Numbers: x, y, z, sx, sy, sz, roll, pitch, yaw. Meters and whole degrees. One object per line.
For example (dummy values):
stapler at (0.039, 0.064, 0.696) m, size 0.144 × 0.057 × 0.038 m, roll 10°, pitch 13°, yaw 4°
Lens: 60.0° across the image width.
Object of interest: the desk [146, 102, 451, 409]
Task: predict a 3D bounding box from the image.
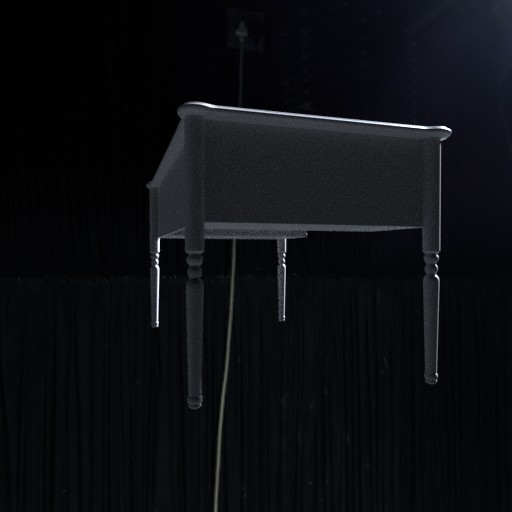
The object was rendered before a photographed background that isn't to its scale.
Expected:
desk at (0.000, 0.000, 1.833) m, size 0.807 × 0.762 × 1.380 m, roll 0°, pitch 0°, yaw -17°
